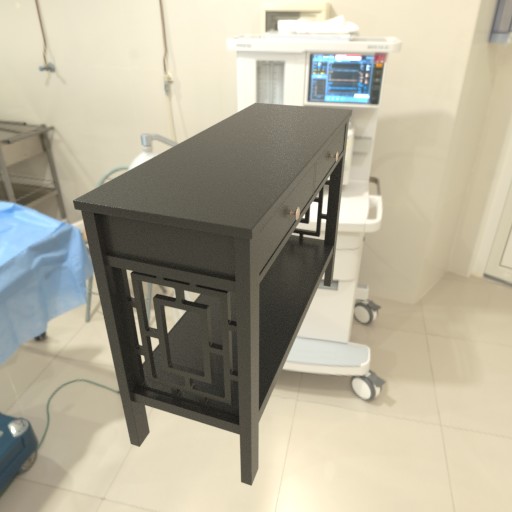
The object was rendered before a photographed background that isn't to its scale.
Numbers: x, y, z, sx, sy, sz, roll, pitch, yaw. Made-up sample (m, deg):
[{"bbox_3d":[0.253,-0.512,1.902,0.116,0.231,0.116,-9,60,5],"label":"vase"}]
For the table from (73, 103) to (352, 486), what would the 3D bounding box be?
[{"bbox_3d":[0.000,0.000,1.455,0.397,0.753,1.068,10,31,17],"label":"table"}]
